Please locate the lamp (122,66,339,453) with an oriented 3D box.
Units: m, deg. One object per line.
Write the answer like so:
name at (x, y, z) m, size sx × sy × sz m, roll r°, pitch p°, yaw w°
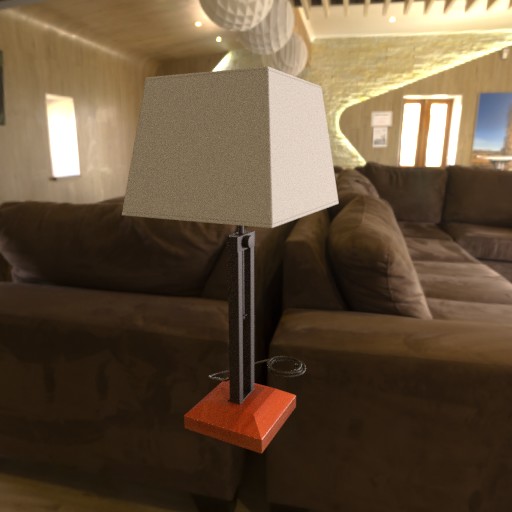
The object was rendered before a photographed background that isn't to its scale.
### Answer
lamp at (0.000, 0.000, 0.998) m, size 0.310 × 0.737 × 0.498 m, roll 7°, pitch 15°, yaw 26°
